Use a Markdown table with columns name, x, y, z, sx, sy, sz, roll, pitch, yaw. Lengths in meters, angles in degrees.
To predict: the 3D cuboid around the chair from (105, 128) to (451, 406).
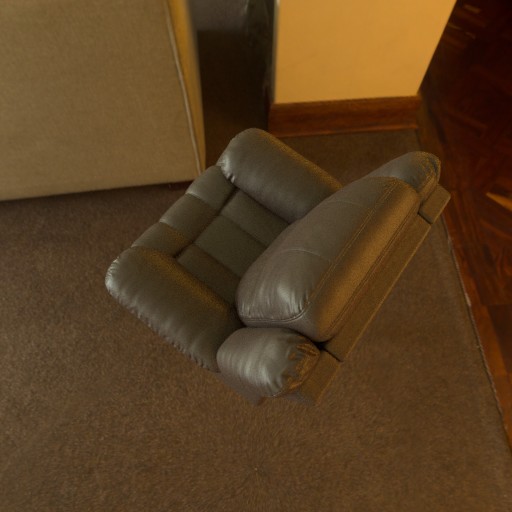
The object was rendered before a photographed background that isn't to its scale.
| name | x | y | z | sx | sy | sz | roll | pitch | yaw |
| --- | --- | --- | --- | --- | --- | --- | --- | --- | --- |
| chair | 0.000 | 0.000 | 1.675 | 0.934 | 1.009 | 0.899 | 34 | 69 | 15 |
